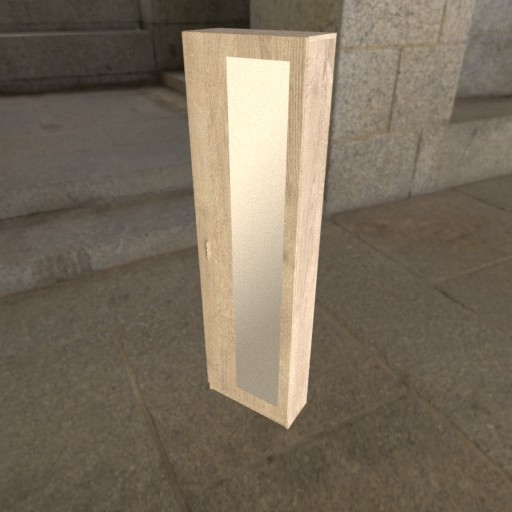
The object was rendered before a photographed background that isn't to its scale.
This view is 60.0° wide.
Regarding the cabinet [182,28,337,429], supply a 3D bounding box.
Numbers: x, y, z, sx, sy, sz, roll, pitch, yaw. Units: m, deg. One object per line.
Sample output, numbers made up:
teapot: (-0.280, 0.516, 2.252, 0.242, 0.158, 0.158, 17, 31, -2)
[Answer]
cabinet: (0.000, 0.000, 1.981, 0.500, 1.790, 0.230, 18, 35, 28)
